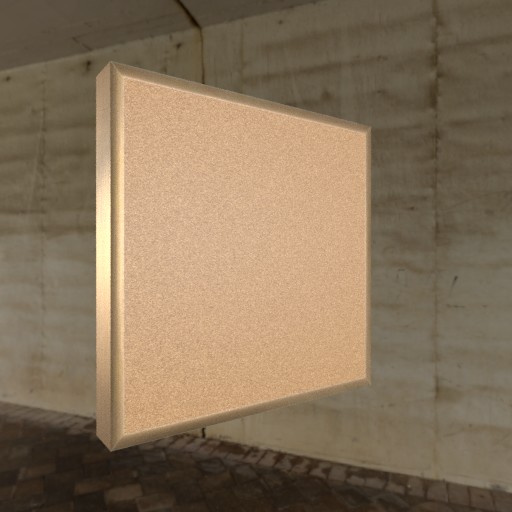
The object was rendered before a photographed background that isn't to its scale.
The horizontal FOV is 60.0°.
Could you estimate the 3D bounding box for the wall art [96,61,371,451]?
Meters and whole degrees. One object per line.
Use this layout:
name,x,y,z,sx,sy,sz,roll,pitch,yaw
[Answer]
wall art,0.000,0.000,0.448,0.305,0.303,0.038,0,0,-35
